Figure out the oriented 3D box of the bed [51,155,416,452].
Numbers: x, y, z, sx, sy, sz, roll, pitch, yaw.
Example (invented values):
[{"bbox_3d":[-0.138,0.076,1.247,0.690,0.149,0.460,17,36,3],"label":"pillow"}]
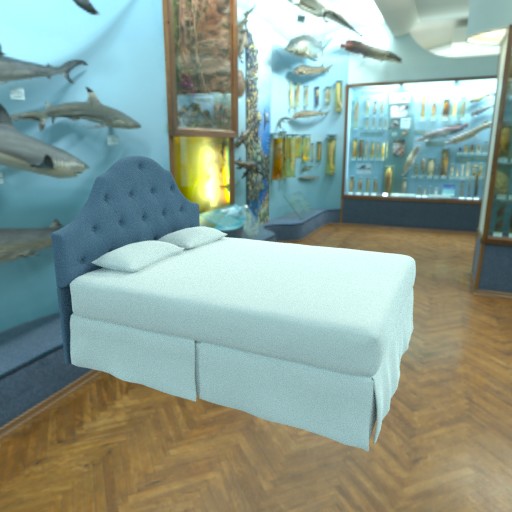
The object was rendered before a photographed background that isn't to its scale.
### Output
[{"bbox_3d":[0.000,0.000,3.717,2.477,1.617,2.039,7,16,24],"label":"bed"}]
